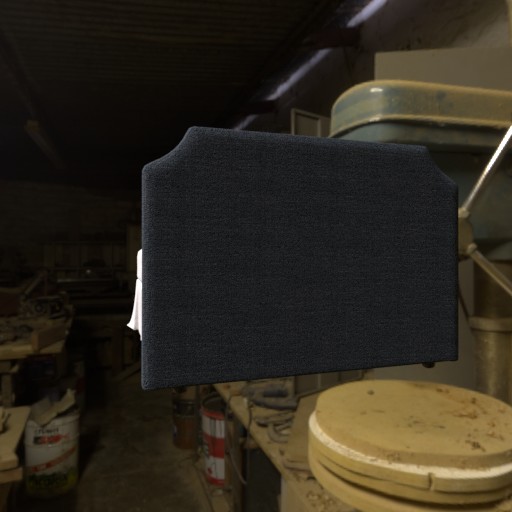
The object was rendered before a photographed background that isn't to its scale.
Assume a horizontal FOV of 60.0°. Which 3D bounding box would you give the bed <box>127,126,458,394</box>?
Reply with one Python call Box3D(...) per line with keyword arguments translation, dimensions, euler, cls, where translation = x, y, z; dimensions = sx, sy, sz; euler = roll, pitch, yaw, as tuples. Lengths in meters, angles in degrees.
Box3D(translation=(0.000, 0.000, 3.369), dimensions=(1.828, 1.297, 2.208), euler=(0, 1, -18), cls="bed")
